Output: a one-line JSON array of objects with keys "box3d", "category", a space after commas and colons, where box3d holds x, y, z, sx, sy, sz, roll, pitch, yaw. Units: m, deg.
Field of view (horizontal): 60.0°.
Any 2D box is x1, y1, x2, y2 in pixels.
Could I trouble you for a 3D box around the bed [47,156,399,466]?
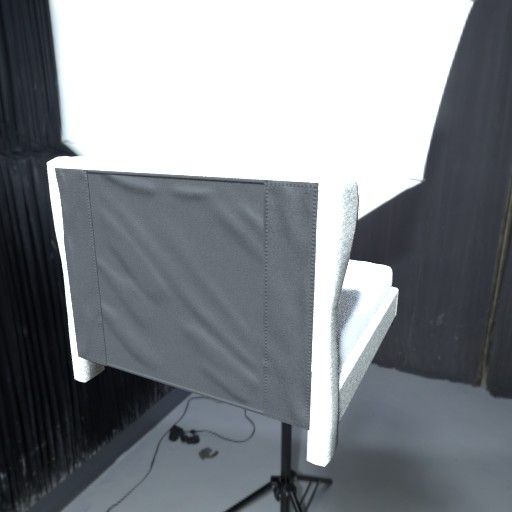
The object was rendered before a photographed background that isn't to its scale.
[{"box3d": [0.000, 0.000, 3.888, 2.219, 1.771, 2.347, 8, 18, 26], "category": "bed"}]
